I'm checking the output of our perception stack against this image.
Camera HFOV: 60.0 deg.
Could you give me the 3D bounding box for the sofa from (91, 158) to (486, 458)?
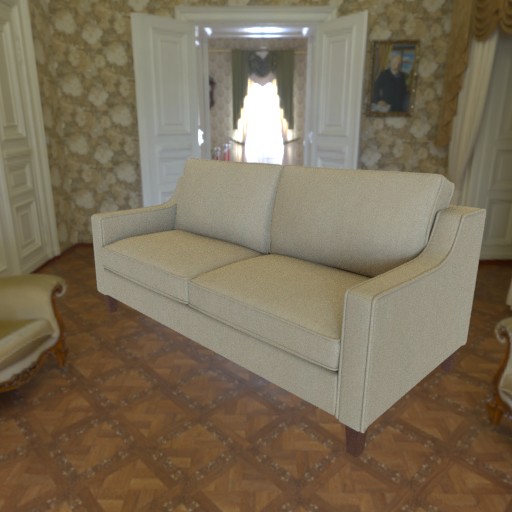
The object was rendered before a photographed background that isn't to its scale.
[{"bbox_3d":[0.000,0.000,2.667,2.178,1.071,1.066,16,22,43],"label":"sofa"}]
